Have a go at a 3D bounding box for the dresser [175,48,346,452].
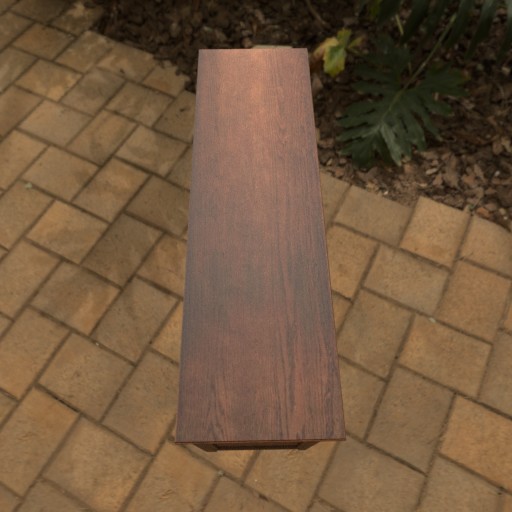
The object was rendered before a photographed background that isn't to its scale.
[{"bbox_3d":[0.000,0.000,1.916,0.463,0.856,1.551,-1,63,0],"label":"dresser"}]
